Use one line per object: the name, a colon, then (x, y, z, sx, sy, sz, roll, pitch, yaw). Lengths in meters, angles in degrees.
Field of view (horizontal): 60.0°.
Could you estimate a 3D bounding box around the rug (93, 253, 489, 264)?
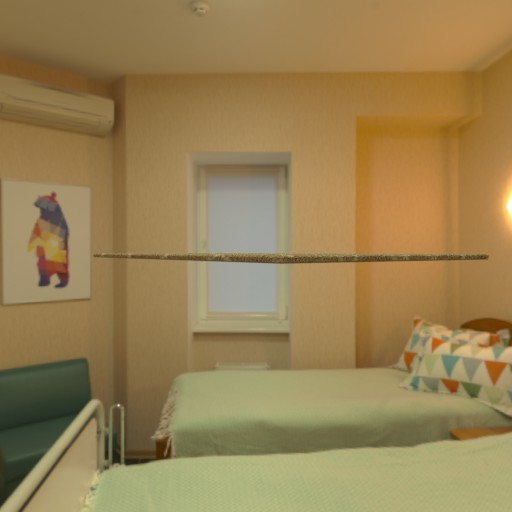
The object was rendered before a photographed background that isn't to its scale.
rug: (0.000, 0.000, 3.058, 1.524, 0.030, 2.438, 0, 1, -36)
